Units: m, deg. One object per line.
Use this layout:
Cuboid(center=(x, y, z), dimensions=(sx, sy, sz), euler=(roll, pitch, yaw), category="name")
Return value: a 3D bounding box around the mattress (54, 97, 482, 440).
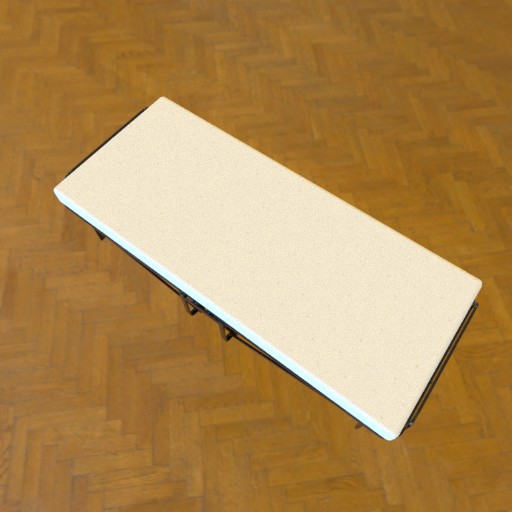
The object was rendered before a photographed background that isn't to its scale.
Cuboid(center=(0.000, 0.000, 2.478), dimensions=(2.153, 0.519, 0.922), euler=(34, 67, 16), category="mattress")
